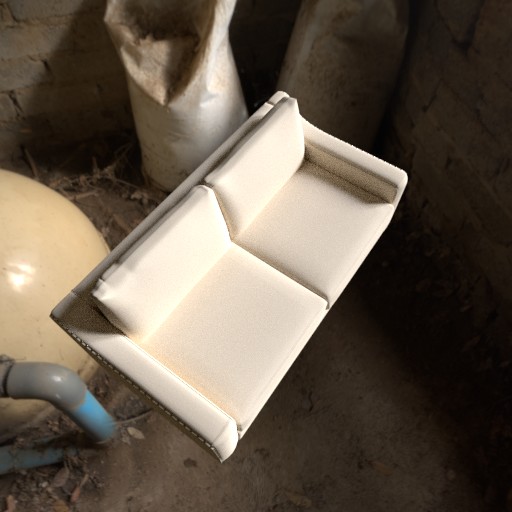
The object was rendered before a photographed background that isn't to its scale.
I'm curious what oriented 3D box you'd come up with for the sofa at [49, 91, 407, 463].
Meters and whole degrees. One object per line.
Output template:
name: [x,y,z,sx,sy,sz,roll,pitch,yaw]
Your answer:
sofa: [0.000,0.000,2.404,0.949,0.830,1.812,32,64,17]
